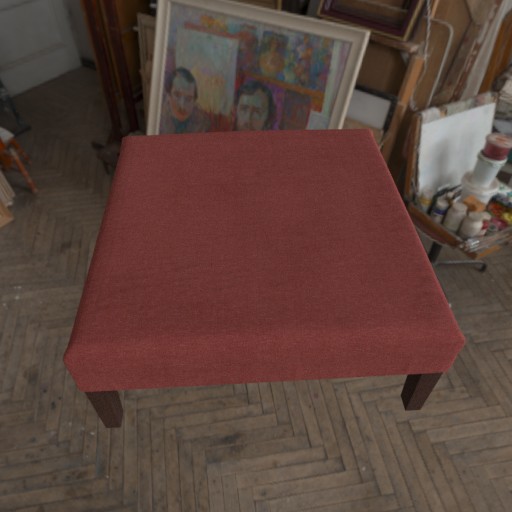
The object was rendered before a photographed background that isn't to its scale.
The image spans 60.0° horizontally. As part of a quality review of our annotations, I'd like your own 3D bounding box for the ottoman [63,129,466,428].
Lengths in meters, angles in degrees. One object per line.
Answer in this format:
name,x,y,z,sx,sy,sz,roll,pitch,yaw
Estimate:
ottoman,0.000,0.000,1.379,0.890,0.411,0.889,-2,46,-2
